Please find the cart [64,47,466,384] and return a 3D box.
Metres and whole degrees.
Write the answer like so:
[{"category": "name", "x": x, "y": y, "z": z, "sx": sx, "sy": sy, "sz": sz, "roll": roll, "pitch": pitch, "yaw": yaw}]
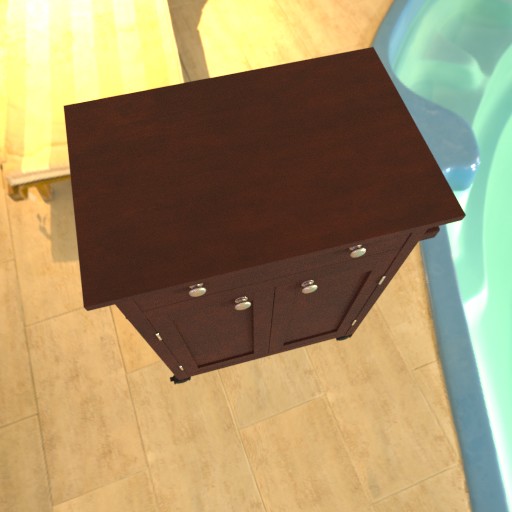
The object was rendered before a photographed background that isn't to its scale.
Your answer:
[{"category": "cart", "x": 0.000, "y": 0.000, "z": 1.223, "sx": 0.683, "sy": 0.864, "sz": 0.442, "roll": -13, "pitch": 65, "yaw": -6}]
